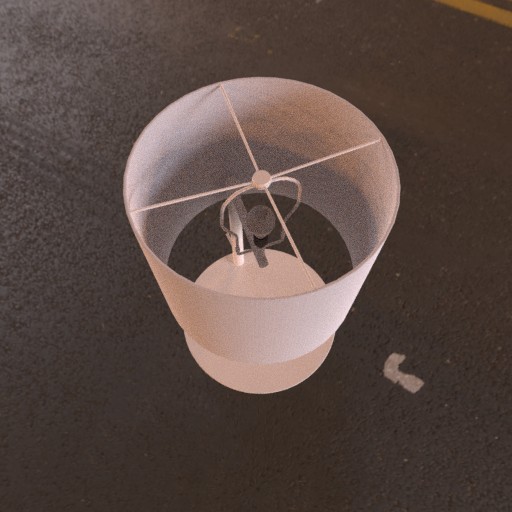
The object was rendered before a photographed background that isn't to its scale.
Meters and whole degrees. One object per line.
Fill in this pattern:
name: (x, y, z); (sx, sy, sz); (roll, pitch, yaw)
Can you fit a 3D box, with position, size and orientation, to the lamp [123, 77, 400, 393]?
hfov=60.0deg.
lamp: (0.000, 0.000, 0.691); (0.299, 0.454, 0.341); (-18, 64, -9)
